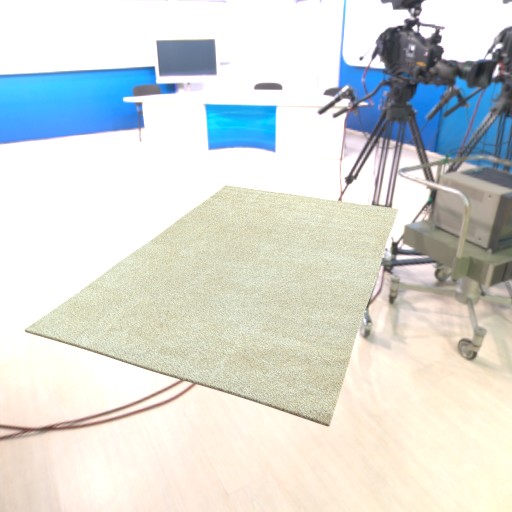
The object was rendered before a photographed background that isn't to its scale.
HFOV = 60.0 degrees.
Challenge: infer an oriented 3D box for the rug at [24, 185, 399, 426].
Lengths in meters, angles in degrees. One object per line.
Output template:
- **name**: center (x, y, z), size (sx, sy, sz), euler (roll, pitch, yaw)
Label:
- **rug**: center (0.000, 0.000, 3.369), size (1.800, 0.025, 2.699), euler (11, 30, 19)
